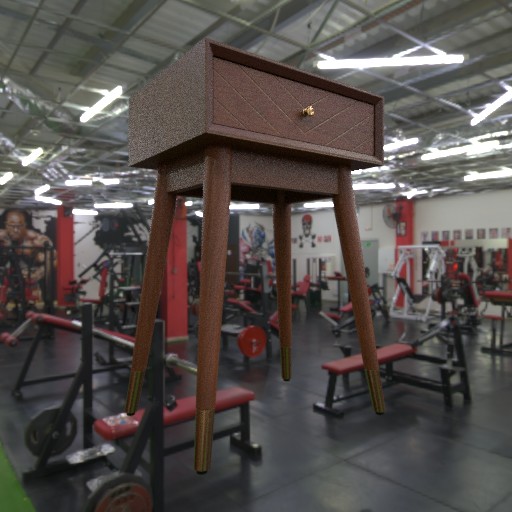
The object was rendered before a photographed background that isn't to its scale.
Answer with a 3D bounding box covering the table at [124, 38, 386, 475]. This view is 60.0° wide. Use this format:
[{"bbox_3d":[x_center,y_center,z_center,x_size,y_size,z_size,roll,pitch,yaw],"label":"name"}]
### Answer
[{"bbox_3d":[0.000,0.000,0.837,0.406,0.599,0.300,0,0,-36],"label":"table"}]
